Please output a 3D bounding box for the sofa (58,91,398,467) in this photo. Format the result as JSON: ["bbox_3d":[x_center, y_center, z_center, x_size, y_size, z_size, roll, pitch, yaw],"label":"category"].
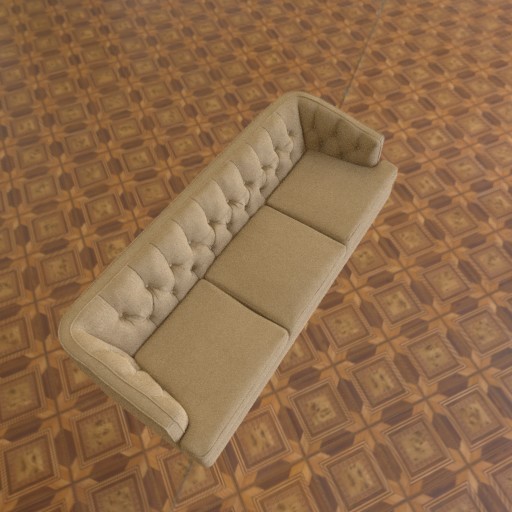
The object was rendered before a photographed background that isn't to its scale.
[{"bbox_3d":[0.000,0.000,2.717,0.913,0.788,2.235,29,62,18],"label":"sofa"}]
